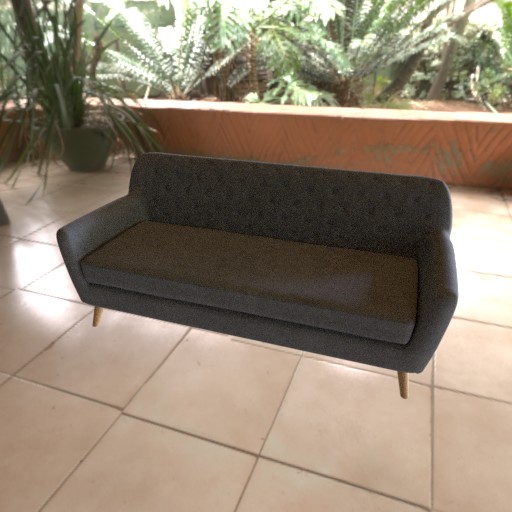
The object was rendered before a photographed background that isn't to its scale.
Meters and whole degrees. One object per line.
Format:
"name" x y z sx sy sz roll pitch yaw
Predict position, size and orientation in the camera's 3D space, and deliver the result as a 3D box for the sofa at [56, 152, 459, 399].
"sofa" 0.000 0.000 2.419 1.970 0.830 0.830 9 28 17
